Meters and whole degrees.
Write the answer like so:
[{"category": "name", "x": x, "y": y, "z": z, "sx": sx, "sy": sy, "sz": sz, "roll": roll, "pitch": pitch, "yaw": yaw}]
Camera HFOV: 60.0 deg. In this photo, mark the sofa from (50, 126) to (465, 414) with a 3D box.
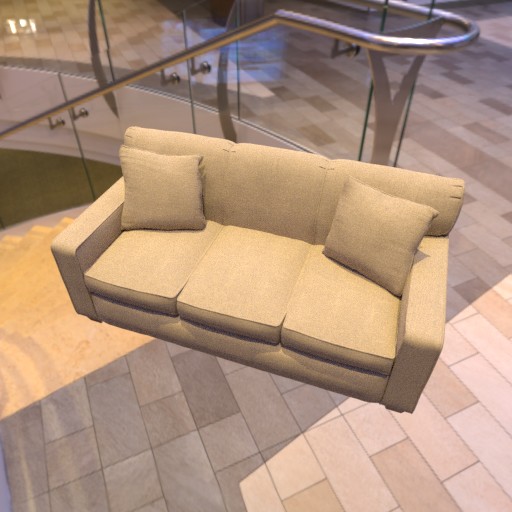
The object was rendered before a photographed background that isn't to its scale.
[{"category": "sofa", "x": 0.000, "y": 0.000, "z": 2.529, "sx": 2.024, "sy": 0.958, "sz": 0.997, "roll": 13, "pitch": 43, "yaw": 14}]
